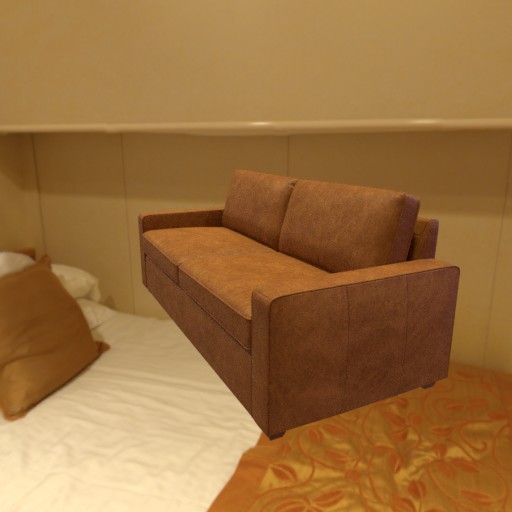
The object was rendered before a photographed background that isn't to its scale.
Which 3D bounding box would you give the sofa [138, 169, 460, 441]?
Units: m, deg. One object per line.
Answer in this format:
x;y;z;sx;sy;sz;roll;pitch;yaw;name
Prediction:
0.000;0.000;2.687;0.991;0.928;2.156;-7;16;-26;sofa
